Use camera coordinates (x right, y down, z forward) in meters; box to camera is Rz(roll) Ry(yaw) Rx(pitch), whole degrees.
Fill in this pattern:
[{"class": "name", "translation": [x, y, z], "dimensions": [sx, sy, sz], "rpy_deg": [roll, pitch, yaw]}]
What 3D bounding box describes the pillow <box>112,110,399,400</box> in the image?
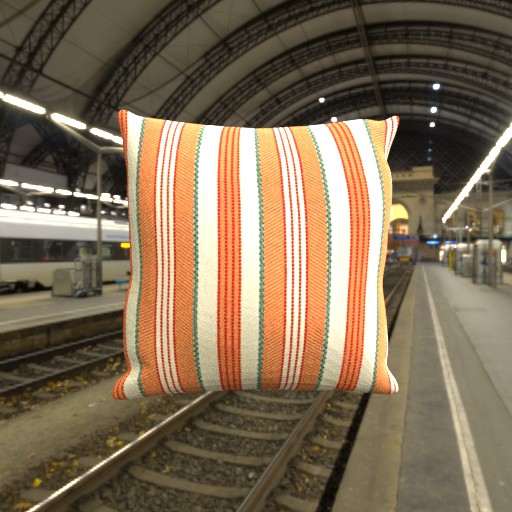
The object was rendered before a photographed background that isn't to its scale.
[{"class": "pillow", "translation": [0.000, 0.000, 0.673], "dimensions": [0.440, 0.441, 0.182], "rpy_deg": [0, 0, -1]}]
